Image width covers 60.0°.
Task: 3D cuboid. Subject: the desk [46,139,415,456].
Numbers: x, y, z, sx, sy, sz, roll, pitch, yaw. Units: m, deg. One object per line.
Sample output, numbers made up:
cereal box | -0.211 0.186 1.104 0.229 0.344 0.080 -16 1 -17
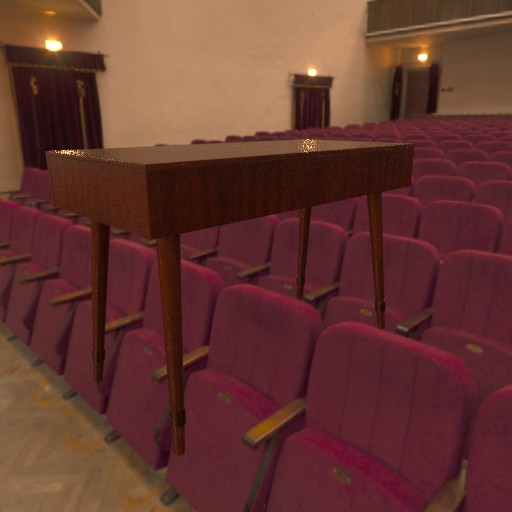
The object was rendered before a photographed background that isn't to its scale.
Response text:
desk | 0.000 0.000 2.153 1.577 1.031 0.734 -16 23 -42
